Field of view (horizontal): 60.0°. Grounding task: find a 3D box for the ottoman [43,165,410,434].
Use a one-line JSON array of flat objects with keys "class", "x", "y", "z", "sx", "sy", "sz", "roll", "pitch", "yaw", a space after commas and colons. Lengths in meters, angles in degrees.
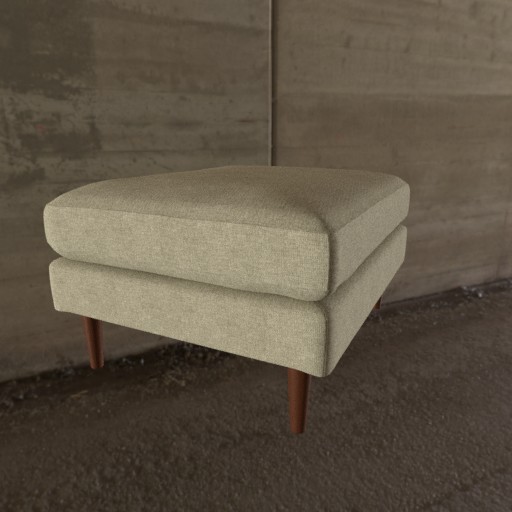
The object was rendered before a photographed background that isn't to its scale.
[{"class": "ottoman", "x": 0.000, "y": 0.000, "z": 1.239, "sx": 0.693, "sy": 0.474, "sz": 0.821, "roll": 8, "pitch": 18, "yaw": 26}]
